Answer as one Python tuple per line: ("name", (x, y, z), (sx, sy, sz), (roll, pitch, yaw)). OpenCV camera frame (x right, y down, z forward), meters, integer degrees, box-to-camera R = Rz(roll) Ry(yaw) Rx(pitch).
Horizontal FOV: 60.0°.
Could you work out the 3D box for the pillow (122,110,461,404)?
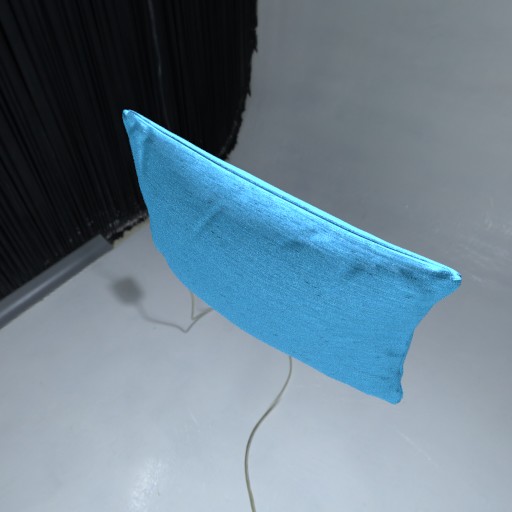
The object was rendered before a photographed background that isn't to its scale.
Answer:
("pillow", (0.000, 0.000, 0.781), (0.633, 0.338, 0.210), (31, 54, 26))
